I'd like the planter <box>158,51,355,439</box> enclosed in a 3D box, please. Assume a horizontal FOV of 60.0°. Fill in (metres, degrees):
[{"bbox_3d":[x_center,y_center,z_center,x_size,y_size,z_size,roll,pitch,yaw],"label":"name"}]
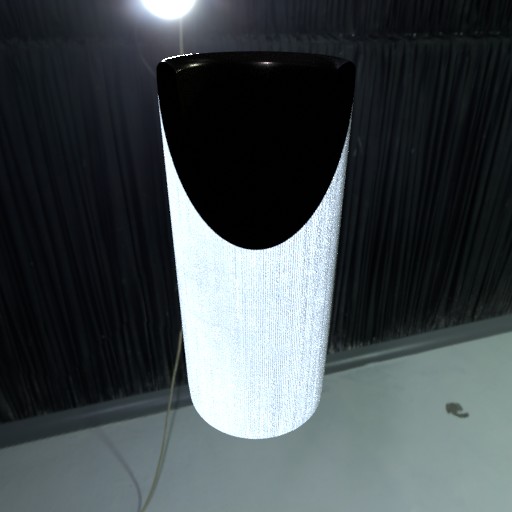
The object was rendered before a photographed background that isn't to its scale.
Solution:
[{"bbox_3d":[0.000,0.000,0.127,0.045,0.103,0.045,-11,32,-19],"label":"planter"}]
